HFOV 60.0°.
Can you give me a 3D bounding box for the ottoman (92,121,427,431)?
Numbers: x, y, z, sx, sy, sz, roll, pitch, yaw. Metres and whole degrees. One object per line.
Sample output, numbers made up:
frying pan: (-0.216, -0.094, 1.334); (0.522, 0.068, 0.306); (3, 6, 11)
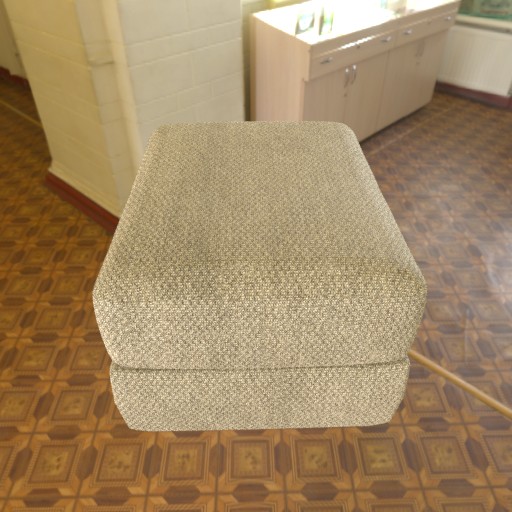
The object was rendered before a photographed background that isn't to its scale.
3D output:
ottoman: (0.000, 0.000, 1.131); (0.603, 0.476, 0.751); (-1, 39, -1)
